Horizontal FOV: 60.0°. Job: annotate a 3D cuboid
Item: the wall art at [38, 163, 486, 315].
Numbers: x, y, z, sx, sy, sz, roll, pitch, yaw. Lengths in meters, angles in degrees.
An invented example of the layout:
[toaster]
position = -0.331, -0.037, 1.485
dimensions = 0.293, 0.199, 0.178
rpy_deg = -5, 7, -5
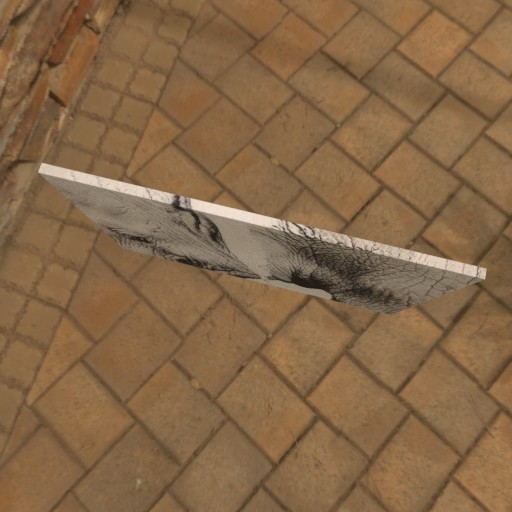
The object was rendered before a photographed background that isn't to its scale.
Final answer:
[wall art]
position = 0.000, 0.000, 1.175
dimensions = 0.914, 0.607, 0.023
rpy_deg = 14, 76, 3
